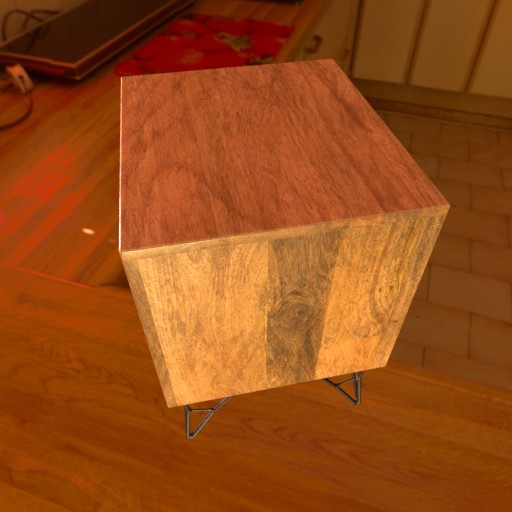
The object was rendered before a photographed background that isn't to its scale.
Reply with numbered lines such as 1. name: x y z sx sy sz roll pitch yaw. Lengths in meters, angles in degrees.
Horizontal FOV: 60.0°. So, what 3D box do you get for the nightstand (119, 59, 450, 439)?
1. nightstand: 0.000 0.000 0.876 0.406 0.559 0.457 -8 46 -8
